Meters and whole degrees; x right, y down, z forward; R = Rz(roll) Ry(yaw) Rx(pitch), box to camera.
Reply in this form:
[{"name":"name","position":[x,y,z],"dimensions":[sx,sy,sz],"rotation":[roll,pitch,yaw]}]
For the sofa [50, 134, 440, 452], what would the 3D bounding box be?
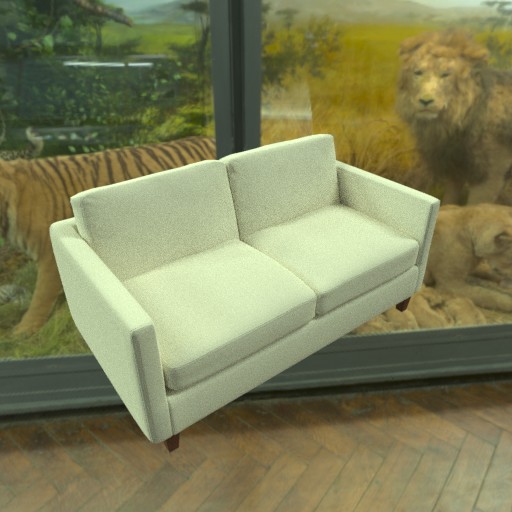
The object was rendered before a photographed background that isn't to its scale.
[{"name":"sofa","position":[0.000,0.000,2.255],"dimensions":[1.702,0.888,0.964],"rotation":[-21,38,-31]}]
